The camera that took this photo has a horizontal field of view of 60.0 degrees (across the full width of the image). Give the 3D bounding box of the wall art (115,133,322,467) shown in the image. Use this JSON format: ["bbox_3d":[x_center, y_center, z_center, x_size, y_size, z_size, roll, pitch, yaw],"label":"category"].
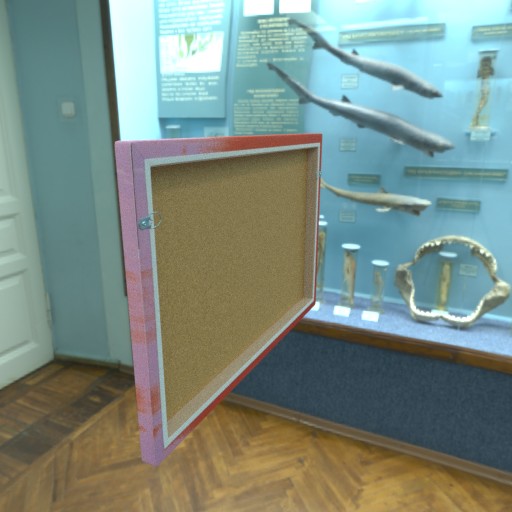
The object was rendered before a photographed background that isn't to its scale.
[{"bbox_3d":[0.000,0.000,1.164,0.040,0.609,0.913,8,18,26],"label":"wall art"}]
